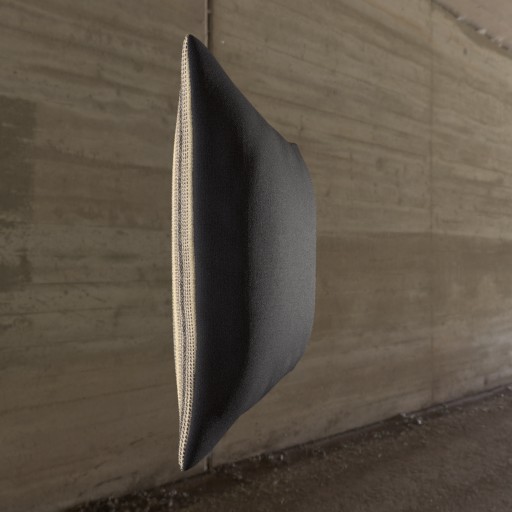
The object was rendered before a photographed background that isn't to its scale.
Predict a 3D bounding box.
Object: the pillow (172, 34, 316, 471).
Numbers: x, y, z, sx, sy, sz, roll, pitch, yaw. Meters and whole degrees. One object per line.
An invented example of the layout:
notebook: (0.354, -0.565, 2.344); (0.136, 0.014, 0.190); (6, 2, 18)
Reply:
pillow: (0.000, 0.000, 0.754); (0.166, 0.508, 0.520); (0, -1, 19)
